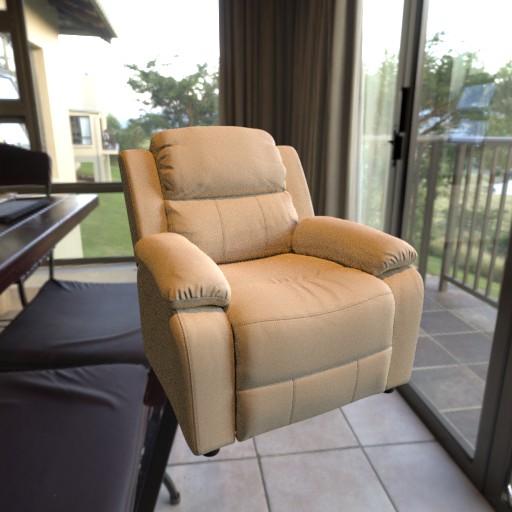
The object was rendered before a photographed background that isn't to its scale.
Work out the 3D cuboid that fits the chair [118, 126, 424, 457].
[{"bbox_3d":[0.000,0.000,1.254,0.680,0.702,0.709,-8,19,-26],"label":"chair"}]
